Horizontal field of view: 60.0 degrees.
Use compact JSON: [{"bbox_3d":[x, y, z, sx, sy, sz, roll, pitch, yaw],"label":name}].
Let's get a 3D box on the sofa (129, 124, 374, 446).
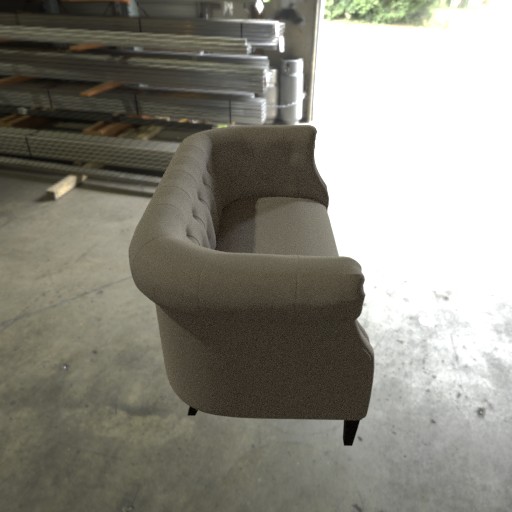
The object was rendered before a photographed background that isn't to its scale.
[{"bbox_3d":[0.000,0.000,2.047,0.835,0.827,1.558,1,32,1],"label":"sofa"}]
